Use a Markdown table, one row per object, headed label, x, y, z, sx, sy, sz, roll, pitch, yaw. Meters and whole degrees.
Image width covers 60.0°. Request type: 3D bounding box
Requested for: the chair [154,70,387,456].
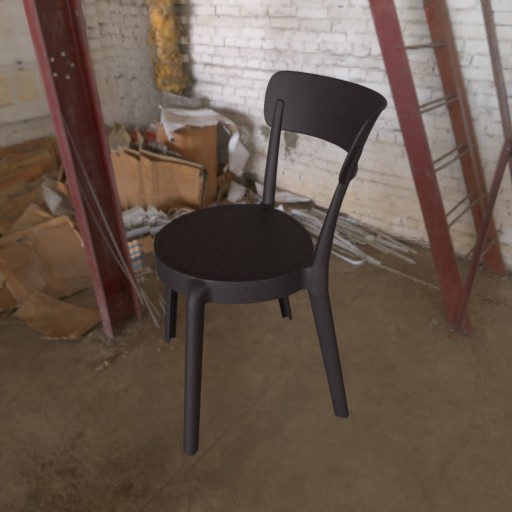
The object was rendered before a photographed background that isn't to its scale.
| label | x | y | z | sx | sy | sz | roll | pitch | yaw |
| --- | --- | --- | --- | --- | --- | --- | --- | --- | --- |
| chair | 0.000 | 0.000 | 1.107 | 0.491 | 0.790 | 0.506 | -8 | 32 | -14 |
